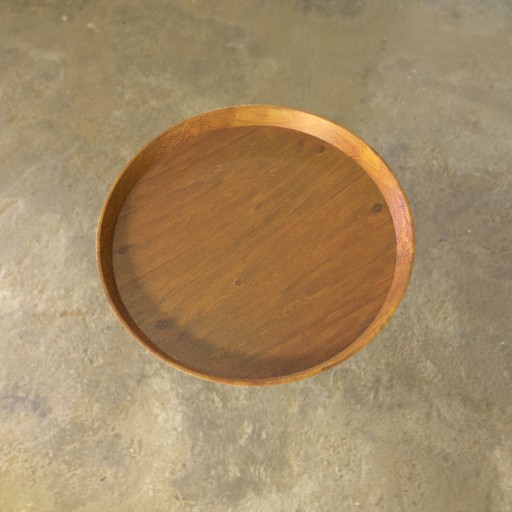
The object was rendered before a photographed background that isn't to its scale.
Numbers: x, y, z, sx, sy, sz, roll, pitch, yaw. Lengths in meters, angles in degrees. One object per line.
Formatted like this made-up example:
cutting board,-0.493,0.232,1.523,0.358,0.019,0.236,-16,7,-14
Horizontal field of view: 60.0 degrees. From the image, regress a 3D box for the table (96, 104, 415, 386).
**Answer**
table,0.000,0.000,1.606,1.016,0.470,1.016,0,63,0
